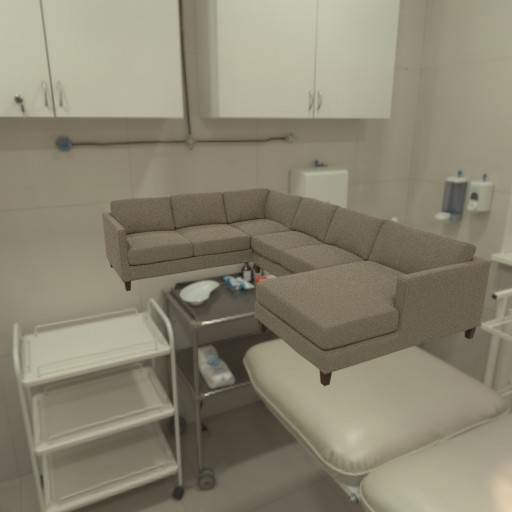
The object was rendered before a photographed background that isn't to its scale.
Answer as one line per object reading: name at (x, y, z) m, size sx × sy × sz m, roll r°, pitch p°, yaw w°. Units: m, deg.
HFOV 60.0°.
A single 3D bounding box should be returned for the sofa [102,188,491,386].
sofa at (0.000, 0.000, 4.482) m, size 2.424 × 0.865 × 3.438 m, roll -9°, pitch 19°, yaw -26°
